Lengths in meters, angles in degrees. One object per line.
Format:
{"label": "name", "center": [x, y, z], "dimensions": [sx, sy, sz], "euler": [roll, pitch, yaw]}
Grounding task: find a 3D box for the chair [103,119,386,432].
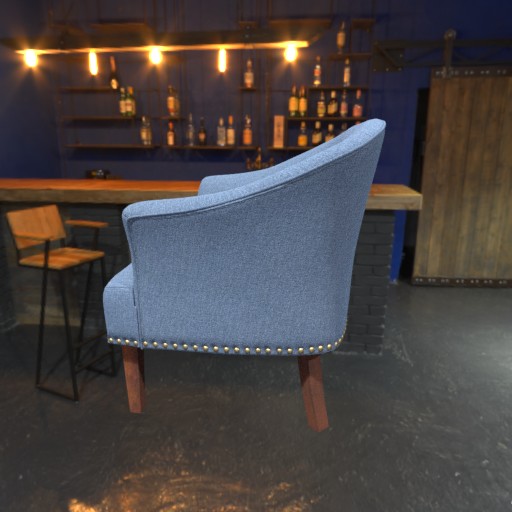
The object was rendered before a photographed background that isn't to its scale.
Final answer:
{"label": "chair", "center": [0.000, 0.000, 1.385], "dimensions": [0.704, 0.815, 0.772], "euler": [2, 15, 9]}
